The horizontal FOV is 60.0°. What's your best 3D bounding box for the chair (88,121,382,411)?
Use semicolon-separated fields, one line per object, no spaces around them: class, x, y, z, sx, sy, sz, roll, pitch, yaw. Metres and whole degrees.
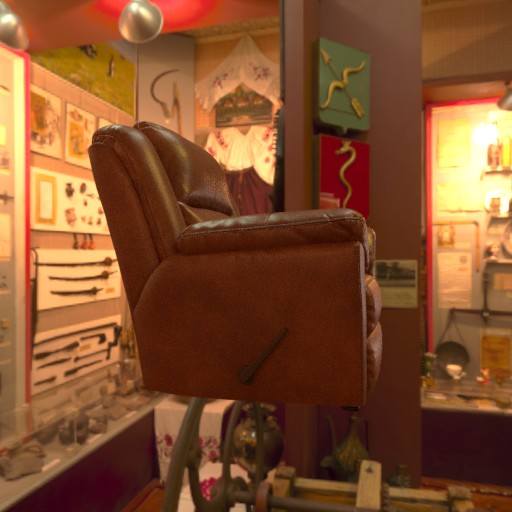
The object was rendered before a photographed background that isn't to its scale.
chair;0.000;0.000;1.898;1.041;1.093;0.990;0;0;17
